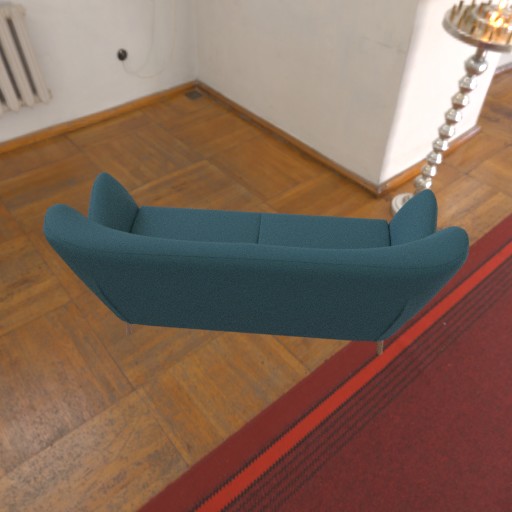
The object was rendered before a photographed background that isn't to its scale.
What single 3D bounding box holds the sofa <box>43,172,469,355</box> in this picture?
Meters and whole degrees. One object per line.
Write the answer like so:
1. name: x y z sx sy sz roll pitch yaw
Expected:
1. sofa: 0.000 0.000 2.360 1.930 0.890 0.889 4 45 4
